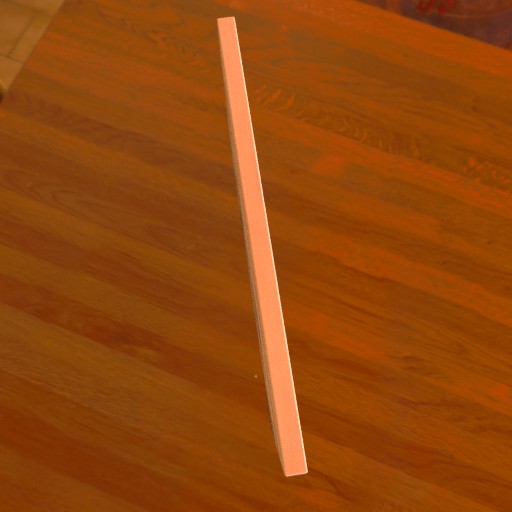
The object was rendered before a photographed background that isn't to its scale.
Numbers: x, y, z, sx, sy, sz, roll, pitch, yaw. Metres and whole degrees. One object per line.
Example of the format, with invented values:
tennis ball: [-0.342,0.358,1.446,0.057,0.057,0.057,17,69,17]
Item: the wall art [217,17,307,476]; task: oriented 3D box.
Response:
wall art: [0.000,0.000,1.133,0.039,0.609,0.914,-8,75,-2]
